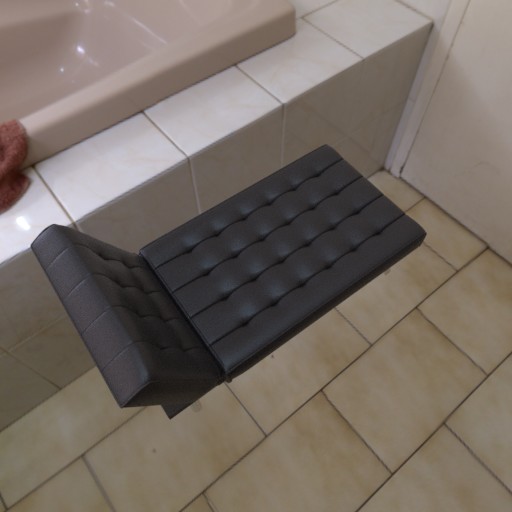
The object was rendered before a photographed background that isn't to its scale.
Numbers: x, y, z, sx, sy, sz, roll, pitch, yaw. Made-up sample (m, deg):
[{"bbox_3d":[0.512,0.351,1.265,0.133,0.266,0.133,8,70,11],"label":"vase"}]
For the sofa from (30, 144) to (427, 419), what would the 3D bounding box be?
[{"bbox_3d":[0.000,0.000,2.040,1.560,0.820,0.760,-32,64,-18],"label":"sofa"}]
